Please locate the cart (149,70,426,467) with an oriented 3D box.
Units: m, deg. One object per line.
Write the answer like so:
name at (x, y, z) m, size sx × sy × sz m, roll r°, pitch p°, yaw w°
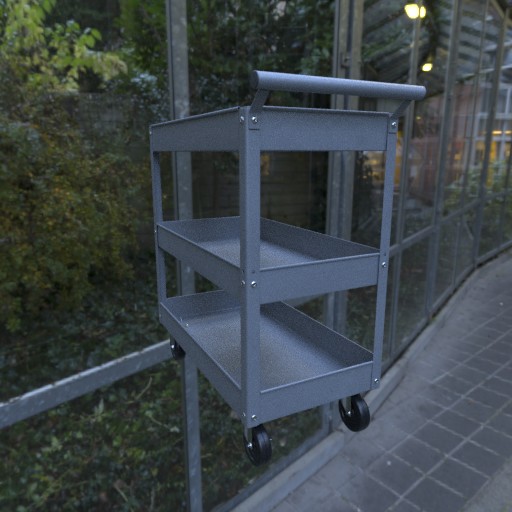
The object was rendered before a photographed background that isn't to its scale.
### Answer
cart at (0.000, 0.000, 1.165) m, size 0.366 × 0.780 × 0.719 m, roll -7°, pitch 15°, yaw -27°
